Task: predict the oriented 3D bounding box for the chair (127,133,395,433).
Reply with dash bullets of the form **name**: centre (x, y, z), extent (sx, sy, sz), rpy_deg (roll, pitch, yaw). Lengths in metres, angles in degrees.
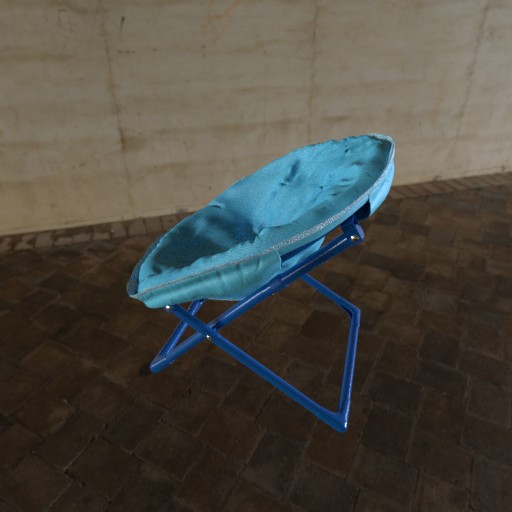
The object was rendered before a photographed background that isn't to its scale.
- **chair**: centre (0.000, 0.000, 0.874), extent (0.465, 0.478, 0.520), rpy_deg (8, 32, 13)
